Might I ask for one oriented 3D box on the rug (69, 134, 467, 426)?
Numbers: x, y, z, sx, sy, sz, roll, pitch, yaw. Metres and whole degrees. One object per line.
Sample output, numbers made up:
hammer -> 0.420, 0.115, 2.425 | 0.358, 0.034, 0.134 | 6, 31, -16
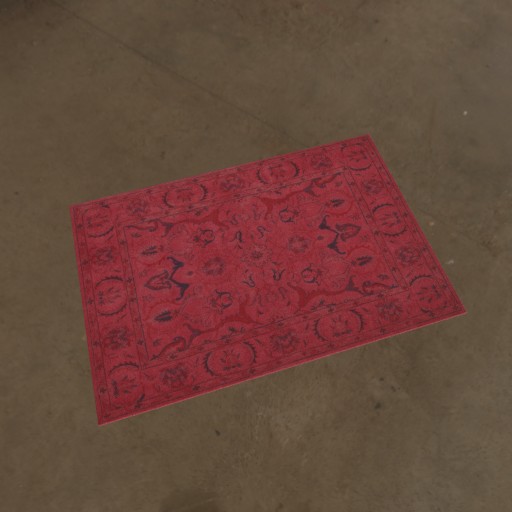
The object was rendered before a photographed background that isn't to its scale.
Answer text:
rug -> 0.000, 0.000, 2.332 | 1.814, 0.008, 1.209 | -15, 64, -8
